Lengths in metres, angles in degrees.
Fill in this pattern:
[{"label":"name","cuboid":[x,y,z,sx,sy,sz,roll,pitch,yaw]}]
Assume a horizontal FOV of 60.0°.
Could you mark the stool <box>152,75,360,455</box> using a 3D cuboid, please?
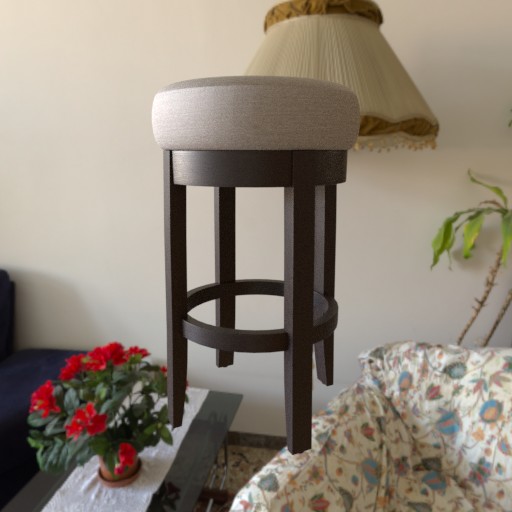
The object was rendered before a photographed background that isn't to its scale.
[{"label":"stool","cuboid":[0.000,0.000,1.034,0.443,0.757,0.443,0,13,0]}]
